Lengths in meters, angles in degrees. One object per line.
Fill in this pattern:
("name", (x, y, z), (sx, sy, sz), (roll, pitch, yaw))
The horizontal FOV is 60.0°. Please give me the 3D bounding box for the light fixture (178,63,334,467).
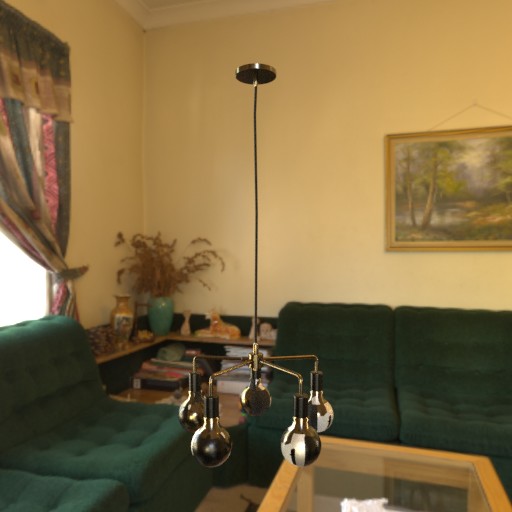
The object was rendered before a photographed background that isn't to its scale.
("light fixture", (0.000, 0.000, 1.210), (0.438, 0.988, 0.421), (0, 0, 0))
